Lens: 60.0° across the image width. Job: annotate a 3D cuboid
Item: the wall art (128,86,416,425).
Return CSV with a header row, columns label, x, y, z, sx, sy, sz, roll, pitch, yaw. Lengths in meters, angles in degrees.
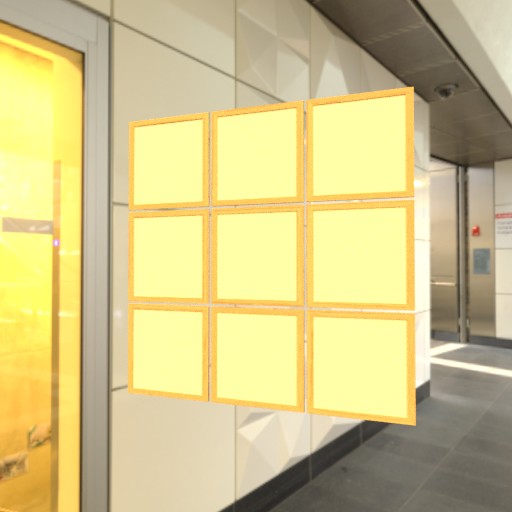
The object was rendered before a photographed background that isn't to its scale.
label,x,y,z,sx,sy,sz,roll,pitch,yaw
wall art,0.000,0.000,1.801,1.214,1.219,0.013,0,-1,19
